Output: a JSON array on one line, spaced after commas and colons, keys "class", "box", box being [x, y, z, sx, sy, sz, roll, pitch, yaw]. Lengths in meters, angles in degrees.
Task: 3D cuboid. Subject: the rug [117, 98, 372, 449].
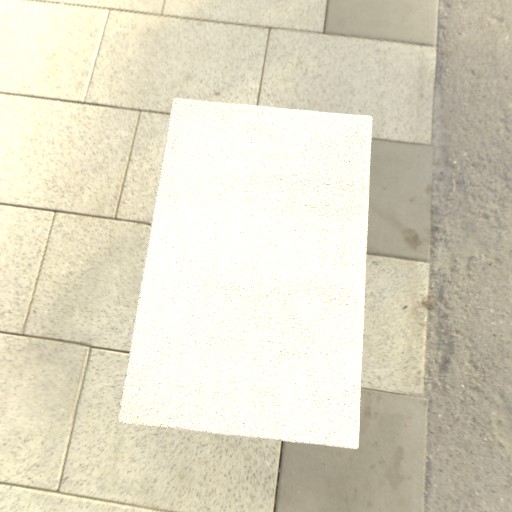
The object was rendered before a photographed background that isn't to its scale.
[{"class": "rug", "box": [0.000, 0.000, 3.591, 1.778, 0.030, 2.743, 6, 75, 1]}]
